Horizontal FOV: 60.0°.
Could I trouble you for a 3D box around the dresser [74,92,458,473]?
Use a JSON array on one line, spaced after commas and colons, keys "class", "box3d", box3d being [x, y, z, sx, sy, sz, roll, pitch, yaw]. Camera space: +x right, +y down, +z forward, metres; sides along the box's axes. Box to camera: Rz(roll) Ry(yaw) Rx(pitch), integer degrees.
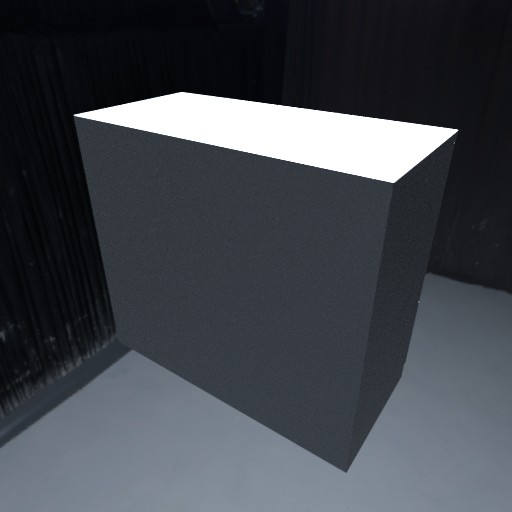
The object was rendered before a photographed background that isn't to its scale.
[{"class": "dresser", "box3d": [0.000, 0.000, 1.242, 0.830, 0.740, 0.420, 19, 35, 30]}]
